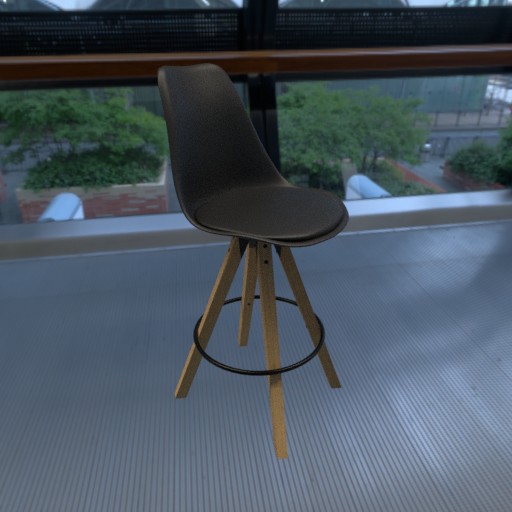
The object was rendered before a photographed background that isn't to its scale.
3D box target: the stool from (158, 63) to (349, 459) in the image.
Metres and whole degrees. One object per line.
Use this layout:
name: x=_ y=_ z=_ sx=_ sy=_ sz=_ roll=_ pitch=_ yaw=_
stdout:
stool: x=0.000 y=0.000 z=1.422 sx=0.550 sy=1.115 sz=0.485 roll=18 pitch=31 yaw=31
